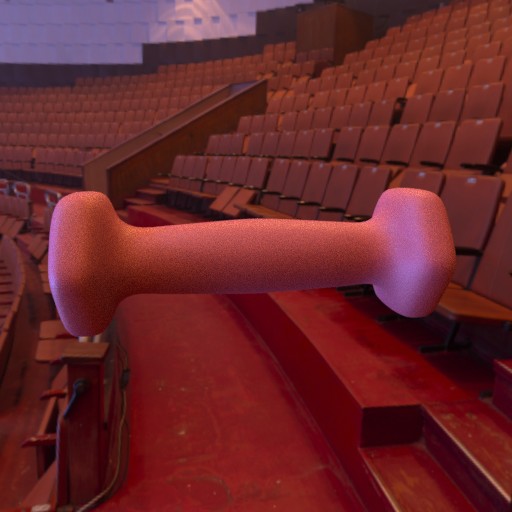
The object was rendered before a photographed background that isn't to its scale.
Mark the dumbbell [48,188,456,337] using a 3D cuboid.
[{"bbox_3d":[0.000,0.000,0.146,0.123,0.043,0.047,-2,13,-9],"label":"dumbbell"}]
